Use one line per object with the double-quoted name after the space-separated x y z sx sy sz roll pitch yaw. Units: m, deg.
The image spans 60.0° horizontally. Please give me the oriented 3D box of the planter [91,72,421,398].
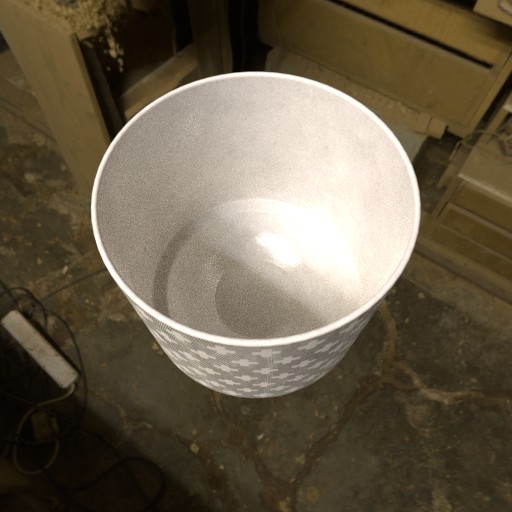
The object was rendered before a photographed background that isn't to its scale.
0.000 0.000 0.338 0.190 0.181 0.190 0 63 0 "planter"
